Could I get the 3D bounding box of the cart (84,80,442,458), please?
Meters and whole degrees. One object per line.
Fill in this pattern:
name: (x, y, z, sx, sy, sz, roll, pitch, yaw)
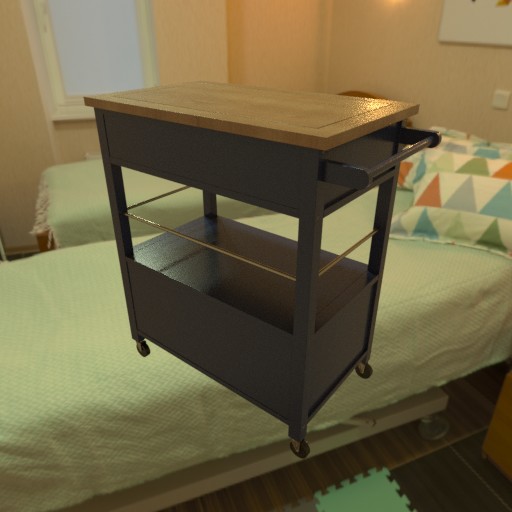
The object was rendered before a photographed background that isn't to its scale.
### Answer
cart: (0.000, 0.000, 1.351, 0.840, 0.901, 0.459, 20, 34, 33)
